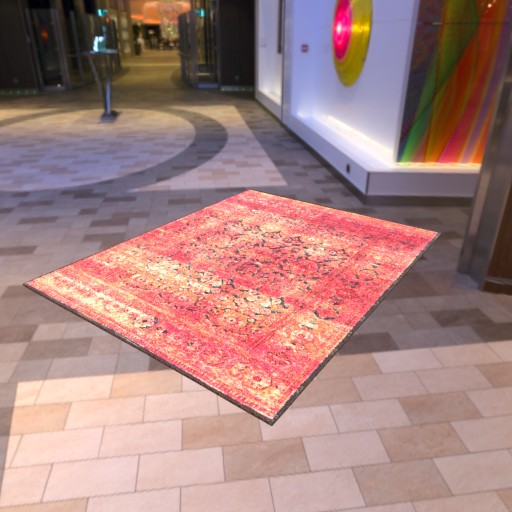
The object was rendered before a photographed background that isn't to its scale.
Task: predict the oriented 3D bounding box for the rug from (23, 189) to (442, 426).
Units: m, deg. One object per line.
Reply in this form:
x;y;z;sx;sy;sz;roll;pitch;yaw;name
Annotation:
0.000;0.000;3.979;2.411;0.020;3.032;18;32;32;rug
